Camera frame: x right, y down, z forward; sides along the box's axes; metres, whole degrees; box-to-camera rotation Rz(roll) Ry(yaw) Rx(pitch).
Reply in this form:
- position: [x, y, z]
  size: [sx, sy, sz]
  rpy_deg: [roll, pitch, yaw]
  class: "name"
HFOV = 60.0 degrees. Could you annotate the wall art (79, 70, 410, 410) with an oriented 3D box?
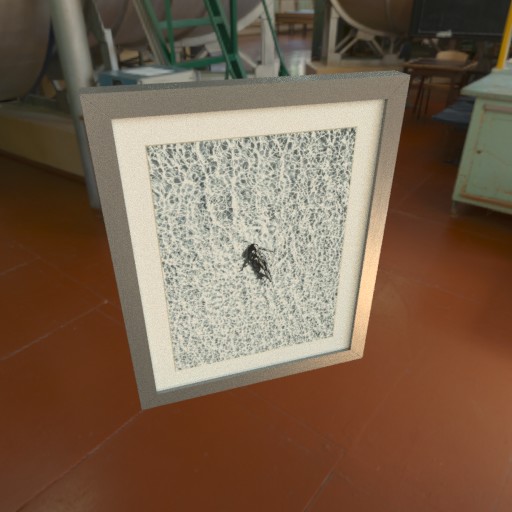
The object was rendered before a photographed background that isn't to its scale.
- position: [0.000, 0.000, 0.507]
  size: [0.308, 0.379, 0.030]
  rpy_deg: [-9, 33, -15]
  class: "wall art"
